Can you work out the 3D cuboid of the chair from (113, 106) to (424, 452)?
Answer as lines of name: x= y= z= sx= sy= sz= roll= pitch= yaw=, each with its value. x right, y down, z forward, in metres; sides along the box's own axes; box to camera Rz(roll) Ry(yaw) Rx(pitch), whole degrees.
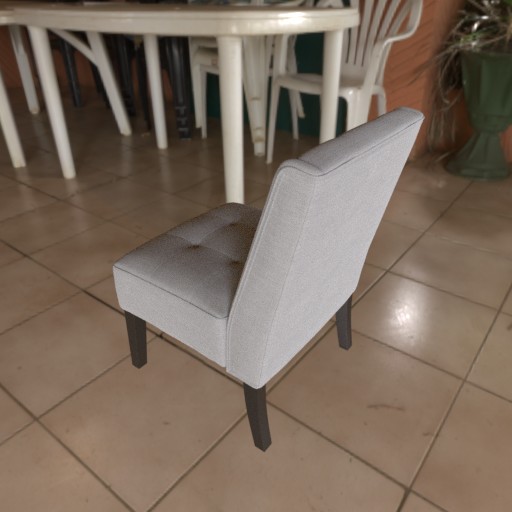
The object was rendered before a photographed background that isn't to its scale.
chair: x=0.000 y=0.000 z=1.319 sx=0.676 sy=0.853 sz=0.569 roll=21 pitch=37 yaw=31
